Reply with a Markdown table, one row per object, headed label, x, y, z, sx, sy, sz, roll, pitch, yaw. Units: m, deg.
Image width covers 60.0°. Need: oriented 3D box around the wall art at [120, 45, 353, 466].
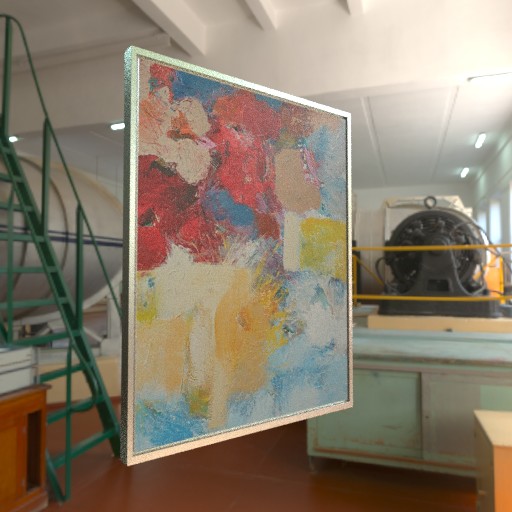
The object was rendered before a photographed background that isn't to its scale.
| label | x | y | z | sx | sy | sz | roll | pitch | yaw |
| --- | --- | --- | --- | --- | --- | --- | --- | --- | --- |
| wall art | 0.000 | 0.000 | 0.740 | 0.444 | 0.569 | 0.025 | 2 | -3 | -36 |
